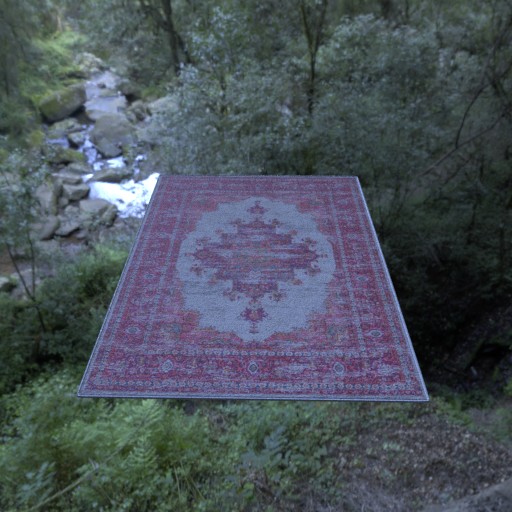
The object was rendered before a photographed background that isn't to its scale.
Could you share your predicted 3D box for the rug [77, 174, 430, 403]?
[{"bbox_3d":[0.000,0.000,4.256,2.447,0.017,3.123,1,39,1],"label":"rug"}]
